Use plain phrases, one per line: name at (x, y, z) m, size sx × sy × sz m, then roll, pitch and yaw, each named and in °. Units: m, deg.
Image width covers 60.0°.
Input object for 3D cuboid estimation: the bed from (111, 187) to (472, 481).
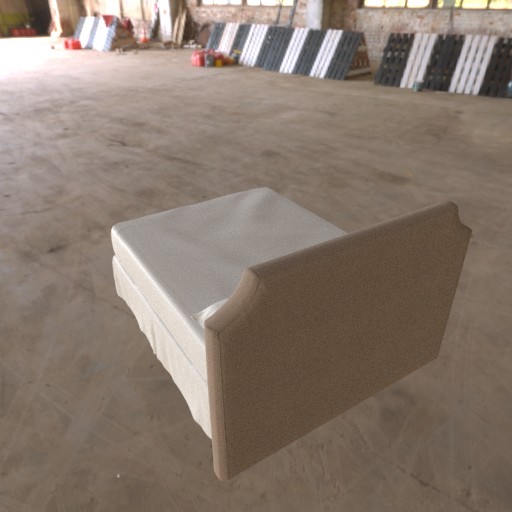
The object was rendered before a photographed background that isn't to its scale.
bed at (0.000, 0.000, 3.297) m, size 1.828 × 1.303 × 2.164 m, roll -18°, pitch 35°, yaw -28°
